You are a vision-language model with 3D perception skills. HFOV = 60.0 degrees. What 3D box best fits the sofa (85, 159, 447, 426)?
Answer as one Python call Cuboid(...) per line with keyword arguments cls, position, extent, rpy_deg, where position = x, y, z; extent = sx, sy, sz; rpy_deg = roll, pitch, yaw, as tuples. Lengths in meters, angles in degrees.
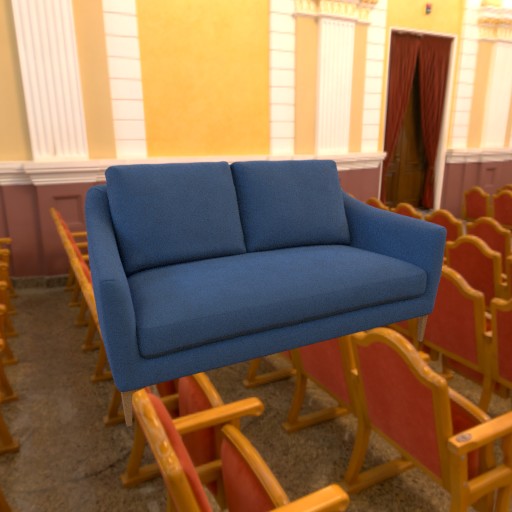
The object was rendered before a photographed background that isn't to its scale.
Cuboid(cls="sofa", position=(0.000, 0.000, 2.219), extent=(1.619, 0.902, 0.960), rpy_deg=(-8, 18, -26))
